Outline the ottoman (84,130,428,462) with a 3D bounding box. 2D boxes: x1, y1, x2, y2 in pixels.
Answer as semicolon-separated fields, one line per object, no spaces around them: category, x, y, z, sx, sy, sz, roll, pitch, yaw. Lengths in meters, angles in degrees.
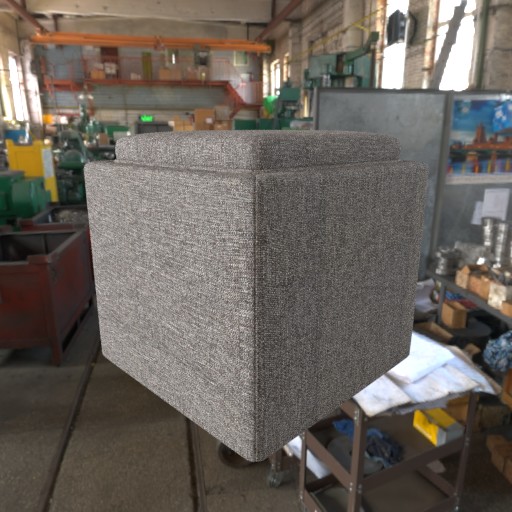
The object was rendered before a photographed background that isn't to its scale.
ottoman;0.000;0.000;0.843;0.450;0.460;0.450;-15;21;-43
